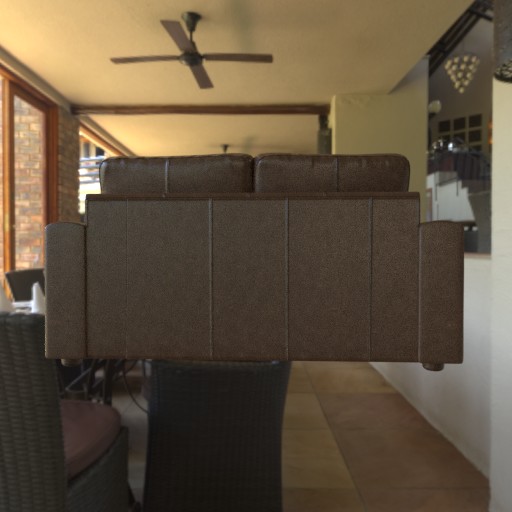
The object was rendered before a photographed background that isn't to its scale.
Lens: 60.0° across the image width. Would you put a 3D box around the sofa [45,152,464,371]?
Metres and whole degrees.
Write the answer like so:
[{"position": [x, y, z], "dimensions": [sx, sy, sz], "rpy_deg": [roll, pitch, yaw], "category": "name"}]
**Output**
[{"position": [0.000, 0.000, 2.194], "dimensions": [1.616, 0.873, 1.016], "rpy_deg": [0, 1, 3], "category": "sofa"}]
